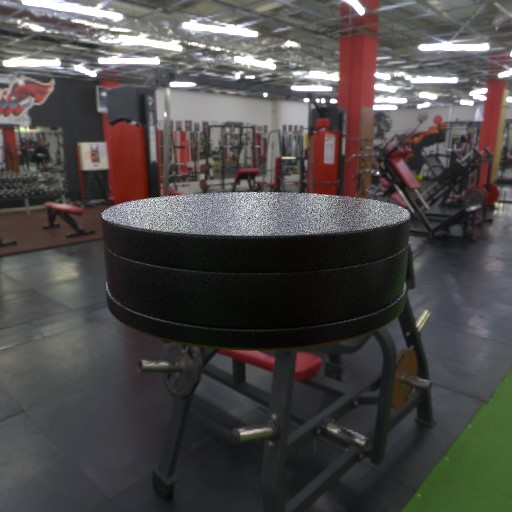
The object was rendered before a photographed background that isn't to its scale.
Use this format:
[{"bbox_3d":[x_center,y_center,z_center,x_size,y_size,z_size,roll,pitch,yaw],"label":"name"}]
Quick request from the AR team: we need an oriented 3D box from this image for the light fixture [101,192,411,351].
[{"bbox_3d":[0.000,0.000,0.435,0.283,0.097,0.283,0,14,0],"label":"light fixture"}]
